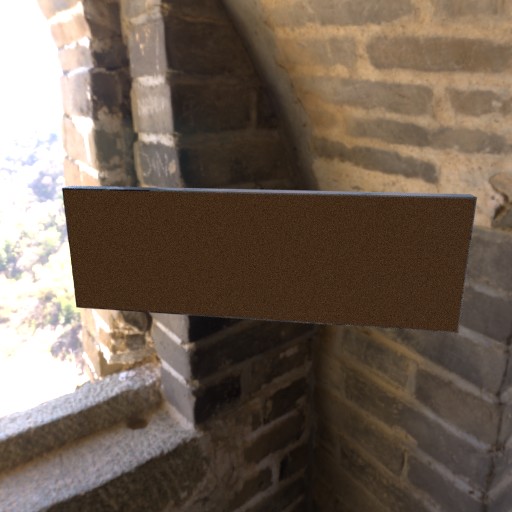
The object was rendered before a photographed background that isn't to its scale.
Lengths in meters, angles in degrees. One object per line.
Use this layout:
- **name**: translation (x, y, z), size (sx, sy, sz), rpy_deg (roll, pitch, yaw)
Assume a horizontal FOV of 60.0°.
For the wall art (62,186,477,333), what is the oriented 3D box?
- **wall art**: translation (0.000, 0.000, 0.855), size (0.759, 0.251, 0.037), rpy_deg (3, 16, 9)
